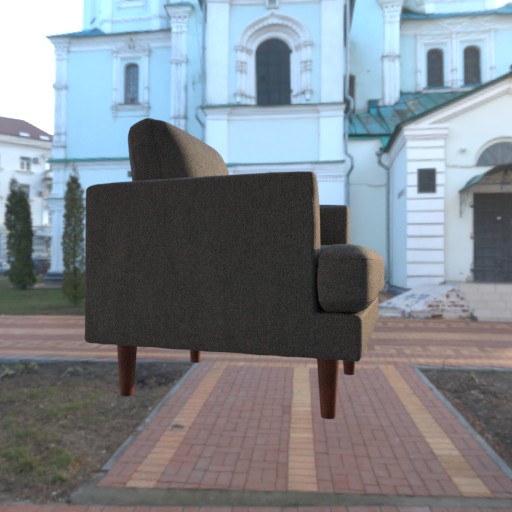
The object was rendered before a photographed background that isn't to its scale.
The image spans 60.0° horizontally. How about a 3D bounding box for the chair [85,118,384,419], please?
[{"bbox_3d":[0.000,0.000,1.666,0.899,0.957,0.858,0,-1,18],"label":"chair"}]
